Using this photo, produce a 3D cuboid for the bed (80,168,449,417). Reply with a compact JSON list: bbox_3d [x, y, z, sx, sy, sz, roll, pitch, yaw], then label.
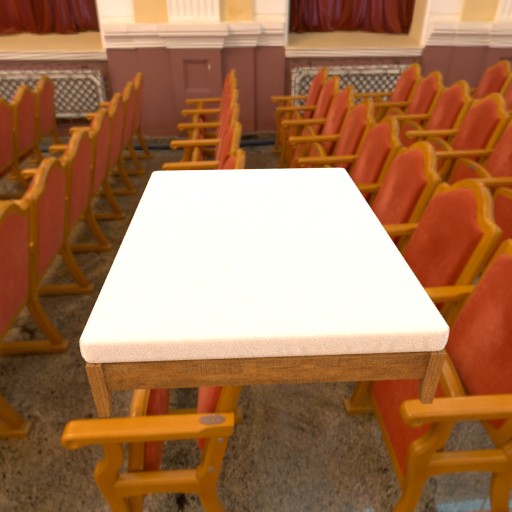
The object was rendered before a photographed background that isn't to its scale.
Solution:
[{"bbox_3d":[0.000,0.000,2.757,1.536,0.431,2.016,-1,31,-2],"label":"bed"}]
